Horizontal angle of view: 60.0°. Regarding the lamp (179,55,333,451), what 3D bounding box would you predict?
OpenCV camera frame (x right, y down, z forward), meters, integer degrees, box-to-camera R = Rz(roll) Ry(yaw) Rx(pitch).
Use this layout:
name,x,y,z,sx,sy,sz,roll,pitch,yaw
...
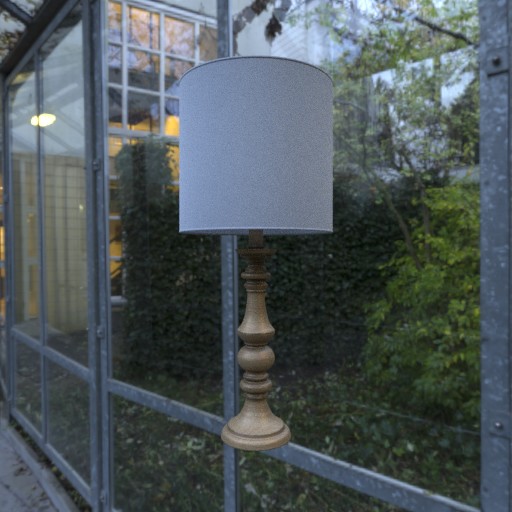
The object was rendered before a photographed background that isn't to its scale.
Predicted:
name,x,y,z,sx,sy,sz,roll,pitch,yaw
lamp,0.000,0.000,0.734,0.250,0.597,0.250,-1,1,-36
